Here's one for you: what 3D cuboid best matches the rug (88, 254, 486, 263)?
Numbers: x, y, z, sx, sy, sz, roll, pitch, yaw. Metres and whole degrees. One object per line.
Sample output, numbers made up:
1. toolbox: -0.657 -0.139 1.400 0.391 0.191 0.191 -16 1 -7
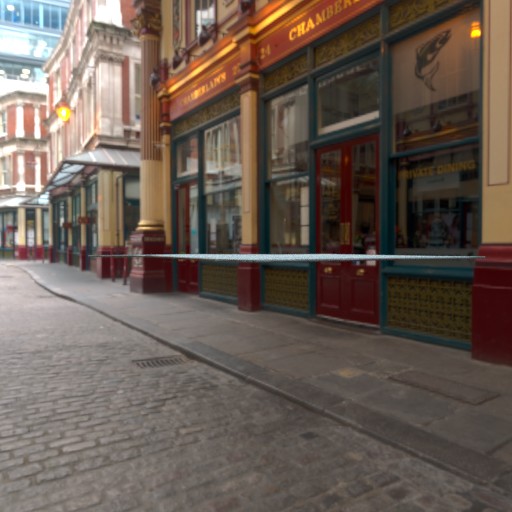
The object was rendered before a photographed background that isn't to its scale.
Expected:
1. rug: 0.000 0.000 2.974 1.611 0.026 2.260 0 1 -35
